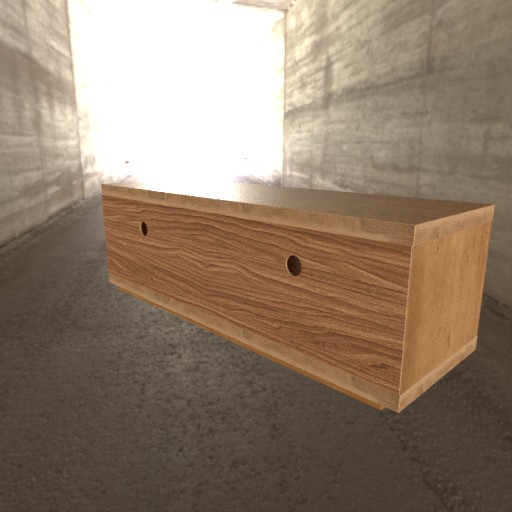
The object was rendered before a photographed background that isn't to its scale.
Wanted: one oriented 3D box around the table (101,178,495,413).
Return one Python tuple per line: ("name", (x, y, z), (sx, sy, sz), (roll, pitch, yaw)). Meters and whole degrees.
("table", (0.000, 0.000, 1.713), (0.499, 0.491, 1.499), (-13, 19, -43))
